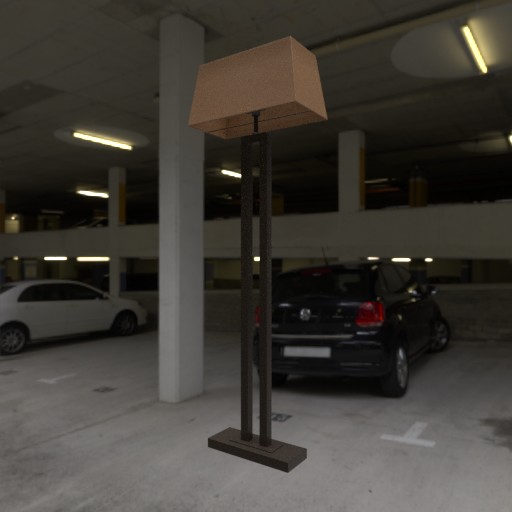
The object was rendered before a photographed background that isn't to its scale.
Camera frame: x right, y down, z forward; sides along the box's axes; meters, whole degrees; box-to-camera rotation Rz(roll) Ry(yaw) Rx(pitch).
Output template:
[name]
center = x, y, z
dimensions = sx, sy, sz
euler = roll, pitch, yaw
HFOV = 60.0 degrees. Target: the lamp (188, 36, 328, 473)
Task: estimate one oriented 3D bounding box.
[lamp]
center = 0.000, 0.000, 1.657
dimensions = 0.475, 1.469, 0.233
euler = 0, 0, 35
